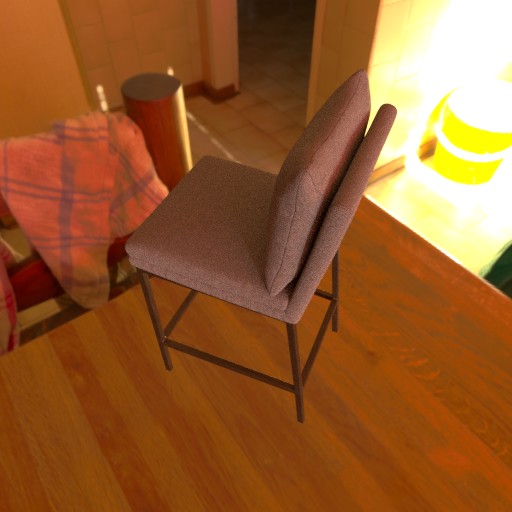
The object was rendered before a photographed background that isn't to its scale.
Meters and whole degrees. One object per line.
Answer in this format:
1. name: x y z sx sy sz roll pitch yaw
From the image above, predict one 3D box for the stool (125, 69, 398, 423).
1. stool: 0.000 0.000 1.334 0.569 1.031 0.463 18 49 16
